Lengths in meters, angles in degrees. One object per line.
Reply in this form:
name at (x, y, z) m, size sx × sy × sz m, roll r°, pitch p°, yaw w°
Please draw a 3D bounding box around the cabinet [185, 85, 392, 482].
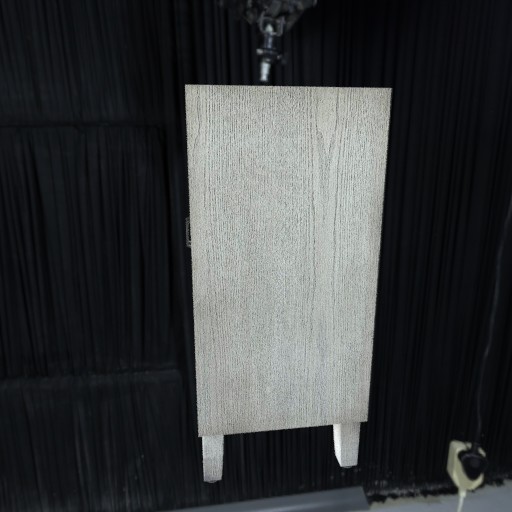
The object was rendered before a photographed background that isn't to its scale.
cabinet at (0.000, 0.000, 1.212) m, size 0.370 × 0.787 × 0.781 m, roll -2°, pitch 15°, yaw -8°
